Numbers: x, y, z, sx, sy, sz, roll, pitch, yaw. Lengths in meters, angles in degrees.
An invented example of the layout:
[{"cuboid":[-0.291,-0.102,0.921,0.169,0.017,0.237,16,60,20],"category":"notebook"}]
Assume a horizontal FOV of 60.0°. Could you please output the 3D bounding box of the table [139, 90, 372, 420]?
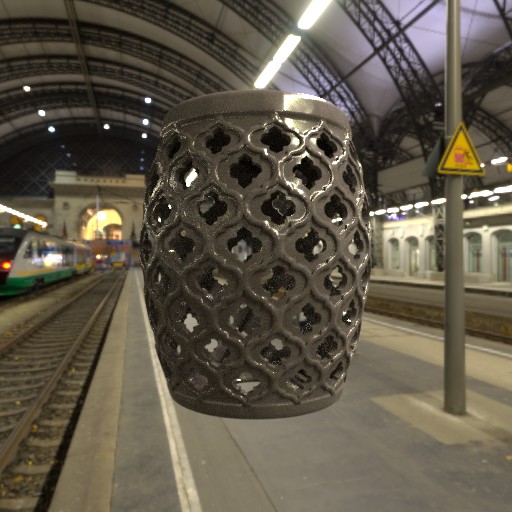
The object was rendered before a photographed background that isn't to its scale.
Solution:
[{"cuboid":[0.000,0.000,0.640,0.325,0.388,0.325,0,0,0],"category":"table"}]
